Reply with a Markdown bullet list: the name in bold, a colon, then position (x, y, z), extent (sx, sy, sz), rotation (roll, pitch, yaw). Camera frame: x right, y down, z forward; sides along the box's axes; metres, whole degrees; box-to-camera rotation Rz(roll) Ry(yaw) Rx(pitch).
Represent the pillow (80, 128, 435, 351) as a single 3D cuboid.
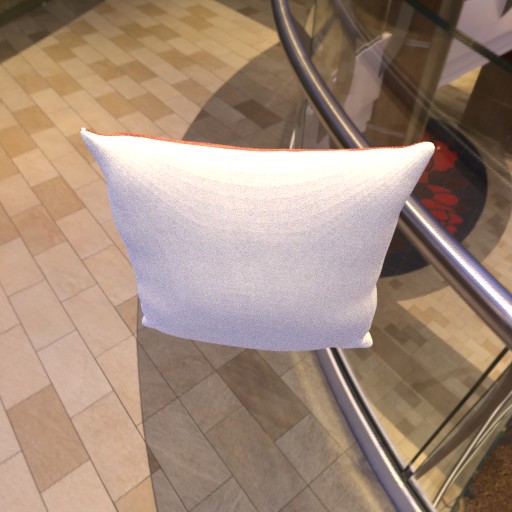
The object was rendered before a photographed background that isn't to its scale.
- **pillow**: position (0.000, 0.000, 0.691), extent (0.440, 0.441, 0.182), rotation (4, 48, 4)
